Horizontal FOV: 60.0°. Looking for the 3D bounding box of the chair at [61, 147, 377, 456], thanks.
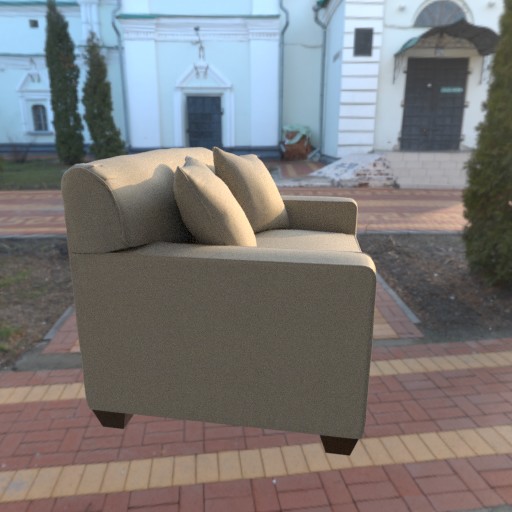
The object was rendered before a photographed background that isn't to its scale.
[{"bbox_3d":[0.000,0.000,2.007,1.000,0.948,1.383,3,16,9],"label":"chair"}]
